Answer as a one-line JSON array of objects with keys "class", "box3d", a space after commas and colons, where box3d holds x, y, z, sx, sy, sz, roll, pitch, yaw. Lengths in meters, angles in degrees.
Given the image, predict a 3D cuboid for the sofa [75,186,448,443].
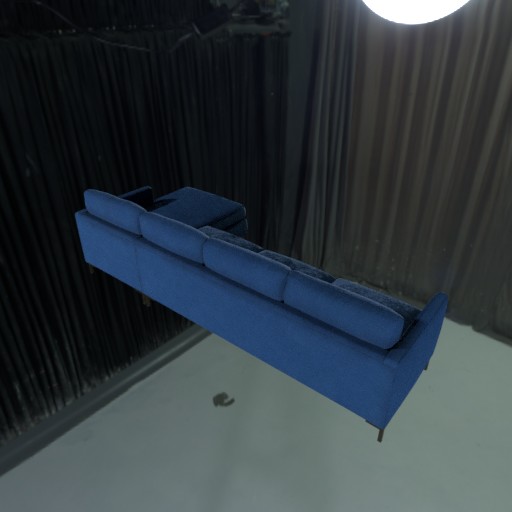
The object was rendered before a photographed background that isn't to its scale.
[{"class": "sofa", "box3d": [0.000, 0.000, 3.521, 2.932, 0.810, 1.350, 22, 37, 33]}]
